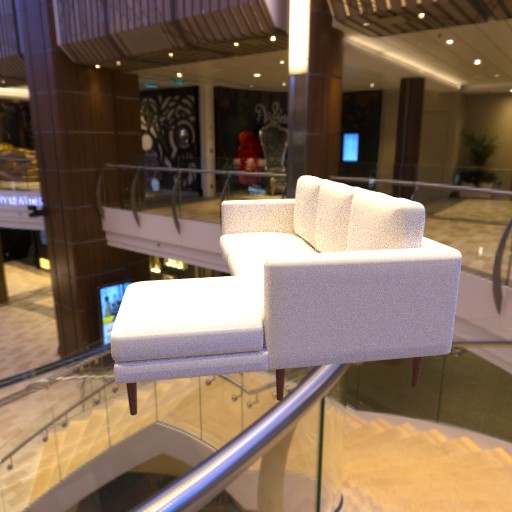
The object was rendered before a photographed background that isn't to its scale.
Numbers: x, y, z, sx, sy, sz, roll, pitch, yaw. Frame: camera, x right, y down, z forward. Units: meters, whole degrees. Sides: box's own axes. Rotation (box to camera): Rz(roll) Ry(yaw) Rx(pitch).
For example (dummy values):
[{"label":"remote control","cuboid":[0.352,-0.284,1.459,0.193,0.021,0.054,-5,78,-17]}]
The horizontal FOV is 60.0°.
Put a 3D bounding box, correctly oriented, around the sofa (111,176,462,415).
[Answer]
[{"label":"sofa","cuboid":[0.000,0.000,2.892,1.580,0.899,2.029,-2,15,-10]}]
